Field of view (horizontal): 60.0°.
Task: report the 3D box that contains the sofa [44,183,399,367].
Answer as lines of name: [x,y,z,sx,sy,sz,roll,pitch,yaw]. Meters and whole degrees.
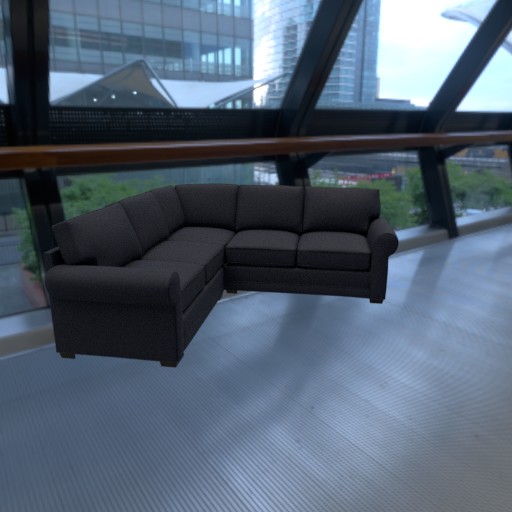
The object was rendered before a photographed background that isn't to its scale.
sofa: [0.000,0.000,3.975,2.562,1.042,2.487,2,16,9]
